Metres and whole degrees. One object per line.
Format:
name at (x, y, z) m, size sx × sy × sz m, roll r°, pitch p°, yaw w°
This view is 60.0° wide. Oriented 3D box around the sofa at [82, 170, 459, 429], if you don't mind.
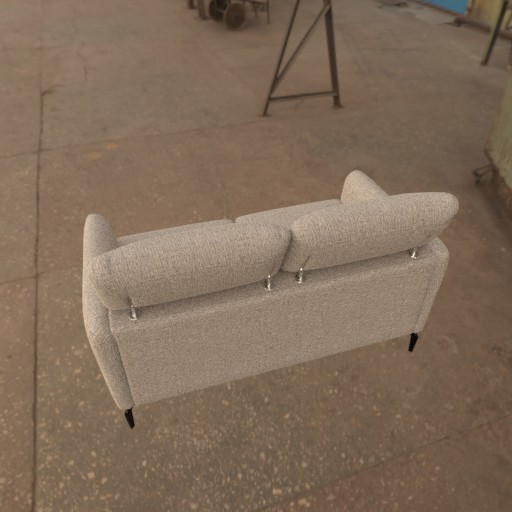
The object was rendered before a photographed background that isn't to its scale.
sofa at (0.000, 0.000, 2.098) m, size 1.540 × 0.950 × 0.905 m, roll -11°, pitch 42°, yaw -13°
